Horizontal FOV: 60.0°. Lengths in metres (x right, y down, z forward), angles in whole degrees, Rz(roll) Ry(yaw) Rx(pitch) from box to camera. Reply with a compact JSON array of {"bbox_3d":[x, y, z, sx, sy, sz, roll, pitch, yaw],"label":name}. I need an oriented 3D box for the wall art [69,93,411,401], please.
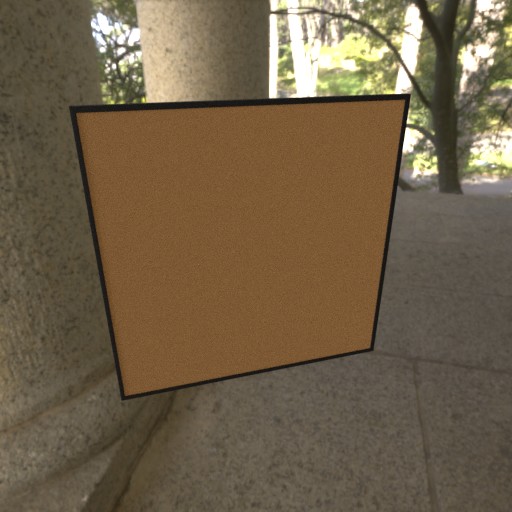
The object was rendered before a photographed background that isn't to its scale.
[{"bbox_3d":[0.000,0.000,0.986,0.664,0.663,0.015,-7,27,-15],"label":"wall art"}]
